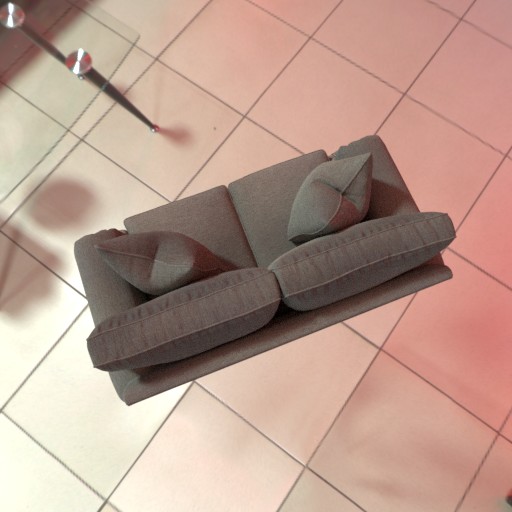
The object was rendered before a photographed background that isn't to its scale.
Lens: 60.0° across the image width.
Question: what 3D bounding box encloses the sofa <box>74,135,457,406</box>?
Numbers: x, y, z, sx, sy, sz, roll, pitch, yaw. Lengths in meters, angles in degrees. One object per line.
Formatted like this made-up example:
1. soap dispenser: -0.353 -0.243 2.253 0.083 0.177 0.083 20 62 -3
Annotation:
1. sofa: 0.000 0.000 2.297 1.701 0.966 0.966 -20 76 -5
